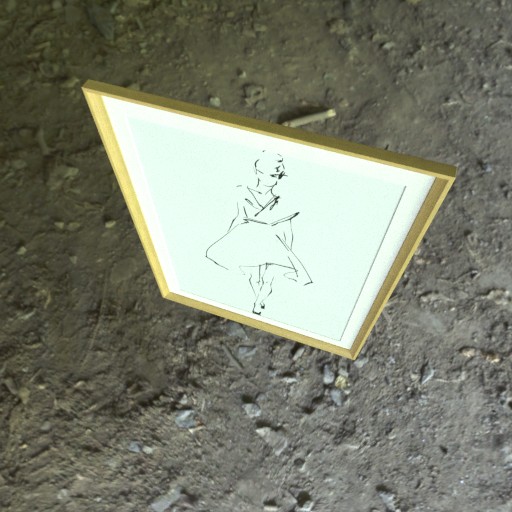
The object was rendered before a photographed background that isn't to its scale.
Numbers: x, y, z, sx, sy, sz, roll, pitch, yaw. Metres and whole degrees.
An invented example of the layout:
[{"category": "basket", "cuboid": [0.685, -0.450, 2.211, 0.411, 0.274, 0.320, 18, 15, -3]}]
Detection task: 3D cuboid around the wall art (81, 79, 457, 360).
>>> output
[{"category": "wall art", "cuboid": [0.000, 0.000, 1.326, 0.798, 1.002, 0.030, 17, 59, 10]}]
